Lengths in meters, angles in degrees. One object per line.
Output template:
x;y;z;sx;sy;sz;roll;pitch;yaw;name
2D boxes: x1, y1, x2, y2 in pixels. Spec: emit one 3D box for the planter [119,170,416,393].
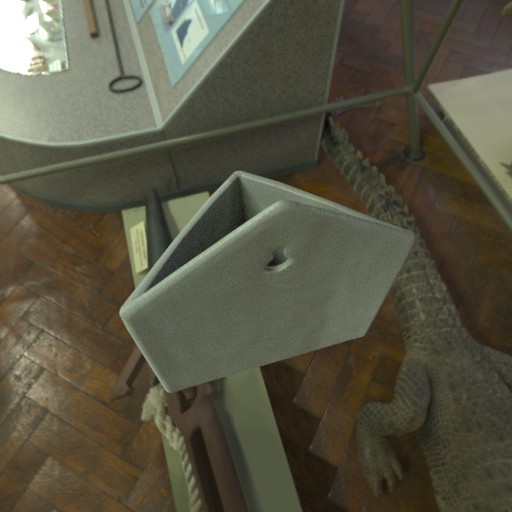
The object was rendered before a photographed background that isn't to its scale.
0.000;0.000;0.280;0.163;0.194;0.080;-14;59;-9;planter
